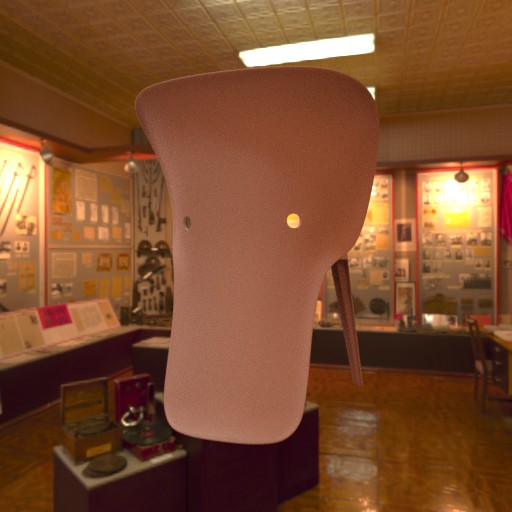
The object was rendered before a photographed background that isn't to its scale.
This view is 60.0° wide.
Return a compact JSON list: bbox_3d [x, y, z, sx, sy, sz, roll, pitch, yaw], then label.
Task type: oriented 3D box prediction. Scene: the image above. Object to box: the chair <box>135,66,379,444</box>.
[{"bbox_3d":[0.000,0.000,0.842,0.451,0.554,0.402,0,0,17],"label":"chair"}]
